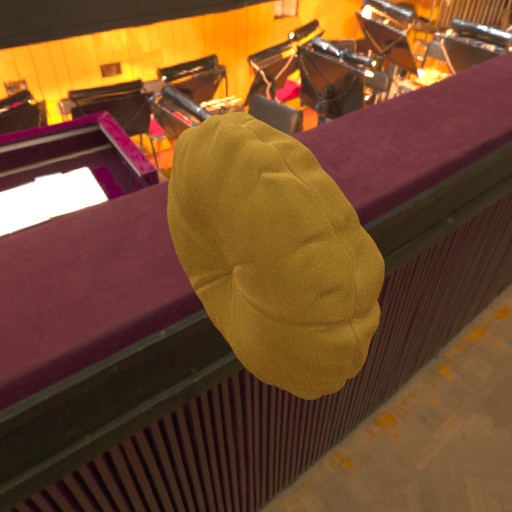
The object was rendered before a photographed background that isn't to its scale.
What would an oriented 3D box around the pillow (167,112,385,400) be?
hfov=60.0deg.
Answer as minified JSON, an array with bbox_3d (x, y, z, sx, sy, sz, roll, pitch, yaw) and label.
[{"bbox_3d":[0.000,0.000,0.651,0.148,0.407,0.428,-25,48,-25],"label":"pillow"}]
